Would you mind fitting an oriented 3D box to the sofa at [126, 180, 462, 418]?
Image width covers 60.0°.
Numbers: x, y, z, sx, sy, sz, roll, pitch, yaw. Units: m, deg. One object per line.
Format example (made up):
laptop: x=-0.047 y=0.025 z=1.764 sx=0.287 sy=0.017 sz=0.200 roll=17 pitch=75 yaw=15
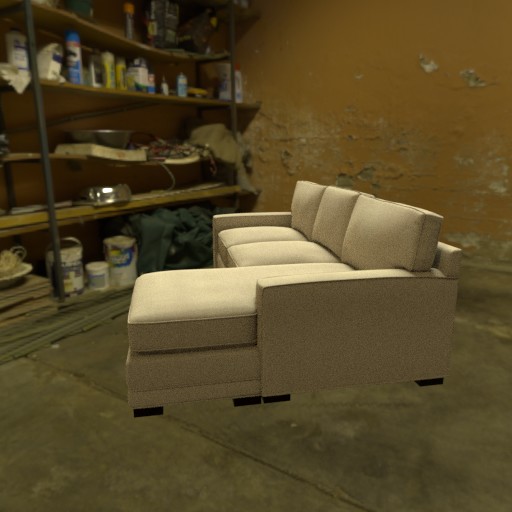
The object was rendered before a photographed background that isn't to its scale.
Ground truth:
sofa: x=0.000 y=0.000 z=2.895 sx=1.496 sy=0.861 sz=2.087 roll=-3 pitch=14 yaw=-11
